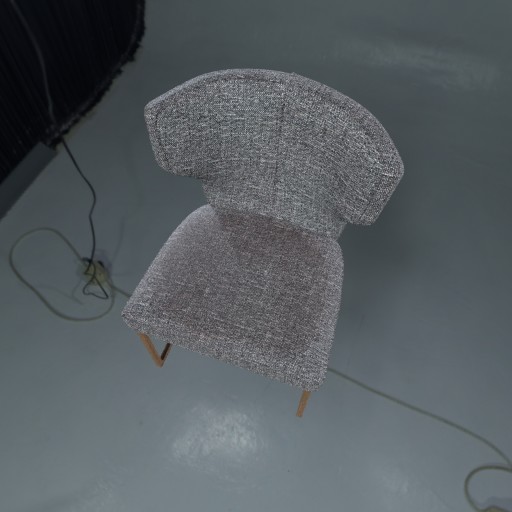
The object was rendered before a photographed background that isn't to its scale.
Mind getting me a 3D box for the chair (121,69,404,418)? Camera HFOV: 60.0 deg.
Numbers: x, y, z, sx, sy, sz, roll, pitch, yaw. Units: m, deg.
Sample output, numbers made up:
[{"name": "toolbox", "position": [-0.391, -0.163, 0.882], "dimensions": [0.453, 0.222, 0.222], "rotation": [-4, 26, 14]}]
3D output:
[{"name": "chair", "position": [0.000, 0.000, 1.278], "dimensions": [0.611, 0.824, 0.617], "rotation": [17, 60, 10]}]
